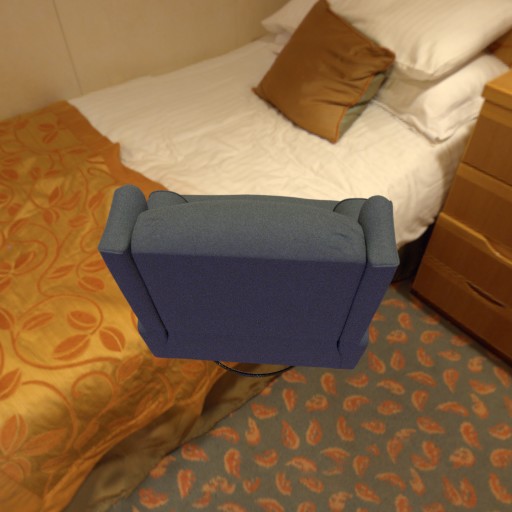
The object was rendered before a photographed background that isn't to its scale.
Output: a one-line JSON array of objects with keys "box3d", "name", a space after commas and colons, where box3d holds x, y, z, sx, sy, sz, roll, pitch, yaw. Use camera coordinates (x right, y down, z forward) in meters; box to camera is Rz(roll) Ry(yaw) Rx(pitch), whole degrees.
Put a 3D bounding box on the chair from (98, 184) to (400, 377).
[{"box3d": [0.000, 0.000, 1.711, 0.971, 1.020, 0.877, 3, 46, 3], "name": "chair"}]
